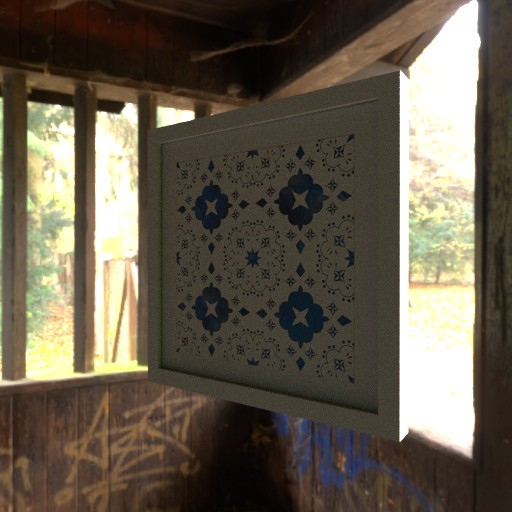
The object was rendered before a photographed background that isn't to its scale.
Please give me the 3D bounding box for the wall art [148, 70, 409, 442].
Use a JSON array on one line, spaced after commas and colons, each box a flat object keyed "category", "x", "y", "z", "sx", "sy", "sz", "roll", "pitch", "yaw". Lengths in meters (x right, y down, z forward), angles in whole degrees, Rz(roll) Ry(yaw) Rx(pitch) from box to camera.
[{"category": "wall art", "x": 0.000, "y": 0.000, "z": 0.536, "sx": 0.355, "sy": 0.355, "sz": 0.027, "roll": 0, "pitch": 0, "yaw": 35}]
